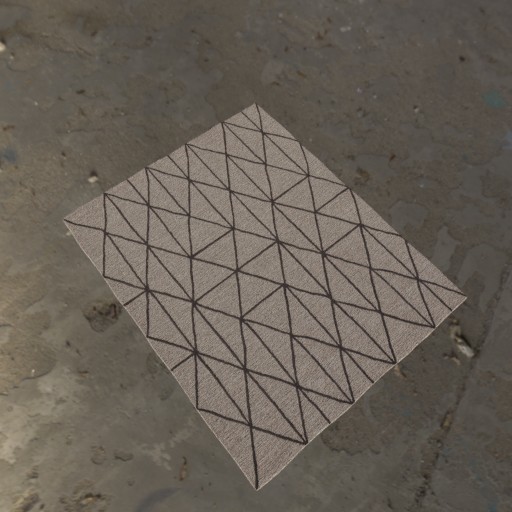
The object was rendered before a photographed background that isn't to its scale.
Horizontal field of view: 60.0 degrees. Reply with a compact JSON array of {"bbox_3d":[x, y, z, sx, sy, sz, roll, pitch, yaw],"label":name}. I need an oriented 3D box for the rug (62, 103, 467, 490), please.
[{"bbox_3d":[0.000,0.000,4.162,2.468,0.022,3.061,-36,69,-16],"label":"rug"}]
